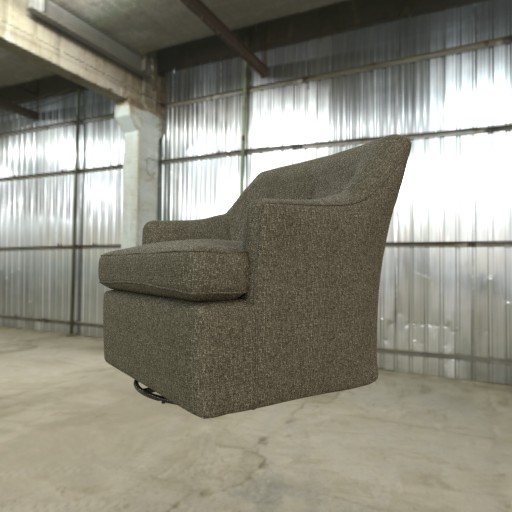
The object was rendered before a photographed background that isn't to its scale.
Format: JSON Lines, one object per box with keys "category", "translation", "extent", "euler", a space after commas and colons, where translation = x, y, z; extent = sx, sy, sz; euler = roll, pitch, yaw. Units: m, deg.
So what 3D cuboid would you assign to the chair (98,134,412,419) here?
{"category": "chair", "translation": [0.000, 0.000, 1.601], "extent": [0.923, 0.856, 0.864], "euler": [1, -1, -35]}
